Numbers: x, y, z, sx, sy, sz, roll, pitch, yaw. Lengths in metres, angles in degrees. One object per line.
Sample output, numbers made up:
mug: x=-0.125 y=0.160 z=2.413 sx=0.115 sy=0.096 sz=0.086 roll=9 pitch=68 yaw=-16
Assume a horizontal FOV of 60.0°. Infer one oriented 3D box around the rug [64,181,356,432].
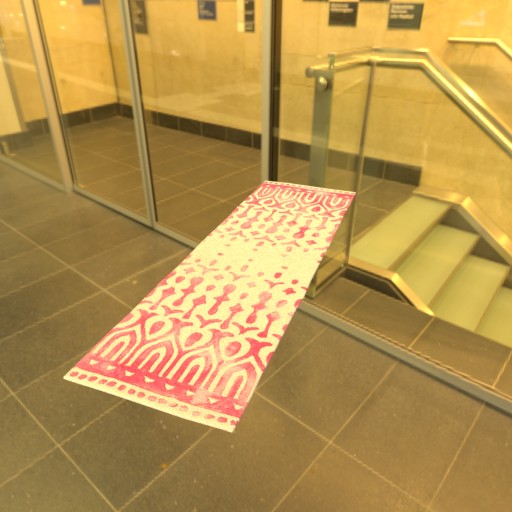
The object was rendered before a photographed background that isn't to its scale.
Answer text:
rug: x=0.000 y=0.000 z=2.718 sx=0.787 sy=0.011 sz=2.458 roll=11 pitch=32 yaw=18
